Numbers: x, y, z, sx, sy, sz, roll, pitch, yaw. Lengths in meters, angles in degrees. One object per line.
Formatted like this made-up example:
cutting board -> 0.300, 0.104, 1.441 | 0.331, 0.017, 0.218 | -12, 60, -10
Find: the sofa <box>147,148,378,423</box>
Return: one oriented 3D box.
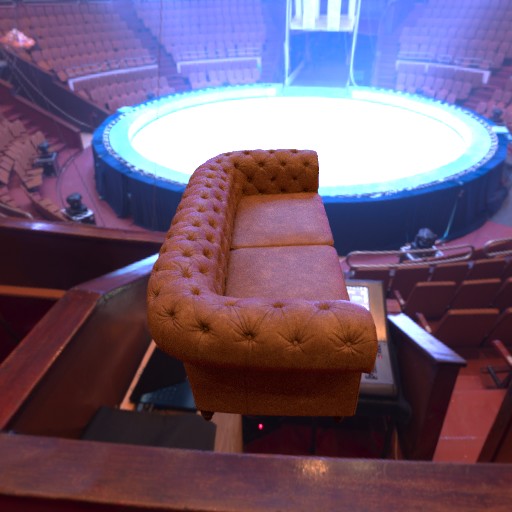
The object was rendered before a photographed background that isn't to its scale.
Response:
sofa -> 0.000, 0.000, 2.796 | 0.989, 0.760, 2.365 | 1, 30, 1
